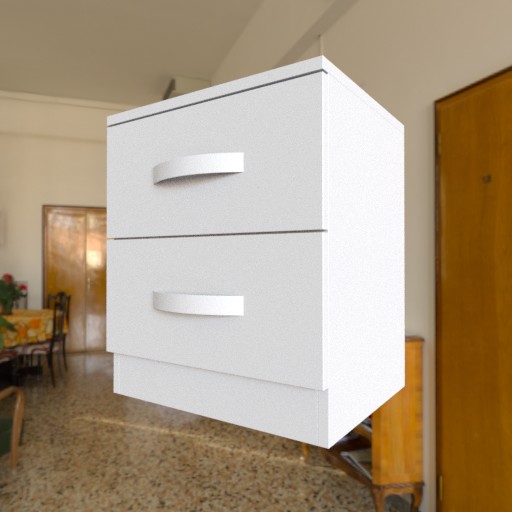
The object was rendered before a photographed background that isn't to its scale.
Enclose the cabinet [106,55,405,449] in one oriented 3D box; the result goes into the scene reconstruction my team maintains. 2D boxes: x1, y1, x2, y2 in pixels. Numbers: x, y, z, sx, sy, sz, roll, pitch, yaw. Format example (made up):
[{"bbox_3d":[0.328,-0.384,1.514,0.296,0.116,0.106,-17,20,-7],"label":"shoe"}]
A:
[{"bbox_3d":[0.000,0.000,0.760,0.400,0.470,0.360,0,-1,34],"label":"cabinet"}]
